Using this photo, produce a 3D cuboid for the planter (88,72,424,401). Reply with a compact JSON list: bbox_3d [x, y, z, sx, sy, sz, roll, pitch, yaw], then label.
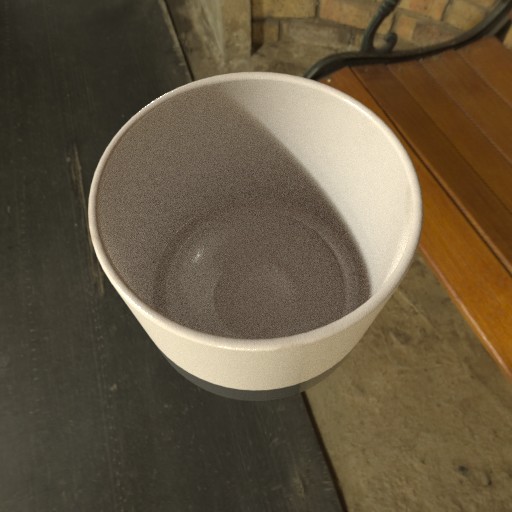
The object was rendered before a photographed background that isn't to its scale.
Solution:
[{"bbox_3d":[0.000,0.000,0.335,0.193,0.177,0.193,0,63,0],"label":"planter"}]
